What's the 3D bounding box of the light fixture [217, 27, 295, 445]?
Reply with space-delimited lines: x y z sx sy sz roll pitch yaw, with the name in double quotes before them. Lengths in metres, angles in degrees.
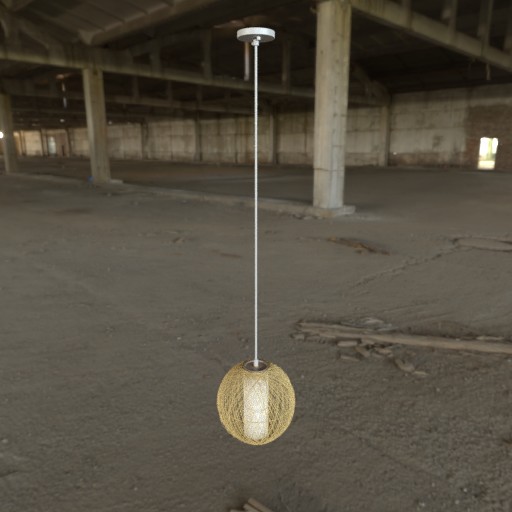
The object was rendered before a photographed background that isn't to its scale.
"light fixture" 0.000 0.000 2.117 0.407 1.955 0.406 13 19 43
